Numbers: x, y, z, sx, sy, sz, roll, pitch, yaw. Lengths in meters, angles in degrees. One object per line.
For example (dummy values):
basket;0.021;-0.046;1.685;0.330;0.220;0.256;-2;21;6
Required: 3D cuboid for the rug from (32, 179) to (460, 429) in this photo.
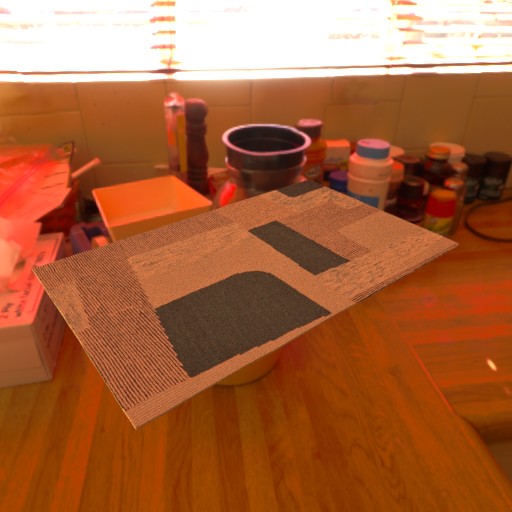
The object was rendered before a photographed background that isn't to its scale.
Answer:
rug;0.000;0.000;2.954;2.436;0.015;1.521;-22;38;-32
